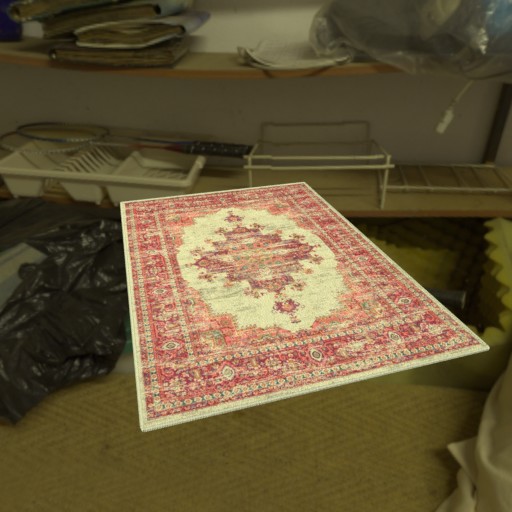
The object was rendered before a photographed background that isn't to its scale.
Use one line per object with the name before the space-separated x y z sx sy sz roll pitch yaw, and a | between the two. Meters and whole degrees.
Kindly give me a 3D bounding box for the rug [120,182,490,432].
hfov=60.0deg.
rug | 0.000 0.000 2.148 1.217 0.011 1.747 -9 31 -14
